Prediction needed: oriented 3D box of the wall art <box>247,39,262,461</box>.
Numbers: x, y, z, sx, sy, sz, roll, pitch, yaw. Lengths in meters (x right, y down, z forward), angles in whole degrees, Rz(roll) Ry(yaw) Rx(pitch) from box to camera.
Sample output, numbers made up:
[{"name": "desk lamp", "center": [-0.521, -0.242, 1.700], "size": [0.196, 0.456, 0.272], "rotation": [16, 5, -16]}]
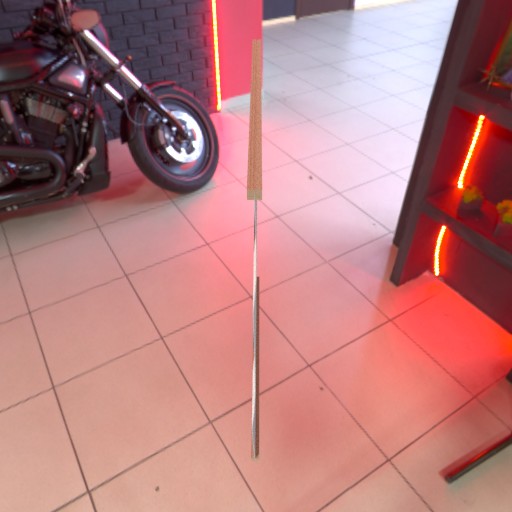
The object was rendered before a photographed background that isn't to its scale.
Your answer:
[{"name": "wall art", "center": [0.000, 0.000, 0.682], "size": [0.013, 0.508, 0.406], "rotation": [0, 42, 0]}]
